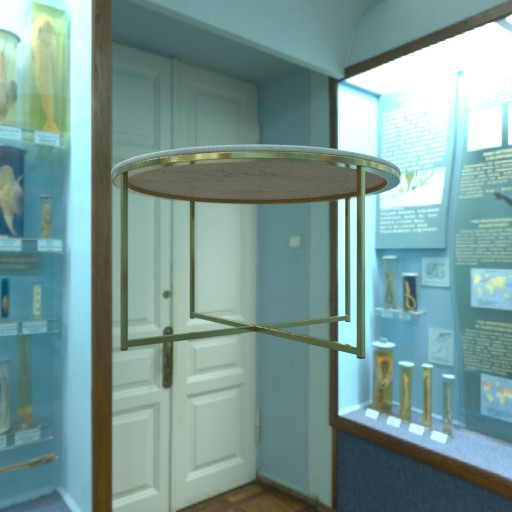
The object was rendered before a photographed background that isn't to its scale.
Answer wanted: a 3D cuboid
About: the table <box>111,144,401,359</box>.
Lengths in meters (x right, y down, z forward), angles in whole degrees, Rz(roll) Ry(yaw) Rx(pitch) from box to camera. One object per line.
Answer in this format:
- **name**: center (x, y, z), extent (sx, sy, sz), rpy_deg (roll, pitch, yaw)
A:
- **table**: center (0.000, 0.000, 1.288), extent (0.800, 0.450, 0.800), rpy_deg (0, 0, 0)
